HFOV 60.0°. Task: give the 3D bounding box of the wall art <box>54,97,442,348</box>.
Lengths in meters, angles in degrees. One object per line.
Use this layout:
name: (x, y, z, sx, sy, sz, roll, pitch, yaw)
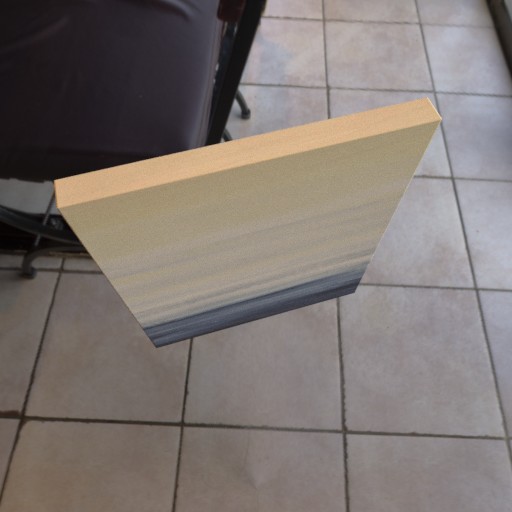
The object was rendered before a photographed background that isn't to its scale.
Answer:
wall art: (0.000, 0.000, 0.715, 0.435, 0.511, 0.037, -15, 63, -8)
